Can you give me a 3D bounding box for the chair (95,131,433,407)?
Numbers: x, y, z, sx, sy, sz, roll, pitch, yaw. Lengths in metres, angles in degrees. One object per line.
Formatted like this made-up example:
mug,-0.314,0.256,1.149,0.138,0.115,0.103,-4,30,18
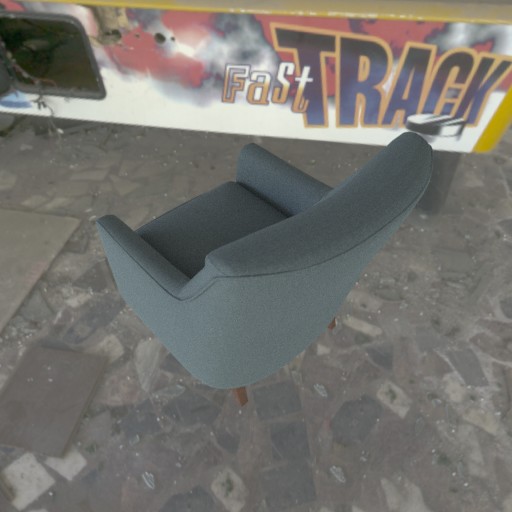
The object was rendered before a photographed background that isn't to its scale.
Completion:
chair,0.000,0.000,1.545,0.756,0.916,0.879,-34,55,-28
